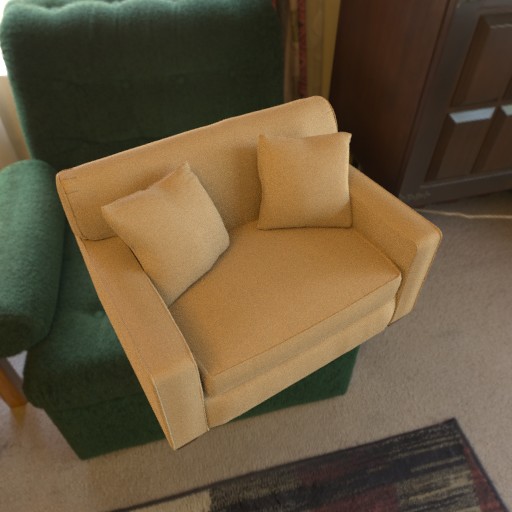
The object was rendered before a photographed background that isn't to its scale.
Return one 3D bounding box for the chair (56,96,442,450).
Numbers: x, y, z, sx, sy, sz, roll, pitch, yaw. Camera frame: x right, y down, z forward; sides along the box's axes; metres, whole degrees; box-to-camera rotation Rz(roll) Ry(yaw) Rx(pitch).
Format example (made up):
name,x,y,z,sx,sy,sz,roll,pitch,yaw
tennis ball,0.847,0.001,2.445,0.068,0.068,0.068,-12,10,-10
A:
name,x,y,z,sx,sy,sz,roll,pitch,yaw
chair,0.000,0.000,2.074,1.383,0.948,1.000,-24,49,-22
